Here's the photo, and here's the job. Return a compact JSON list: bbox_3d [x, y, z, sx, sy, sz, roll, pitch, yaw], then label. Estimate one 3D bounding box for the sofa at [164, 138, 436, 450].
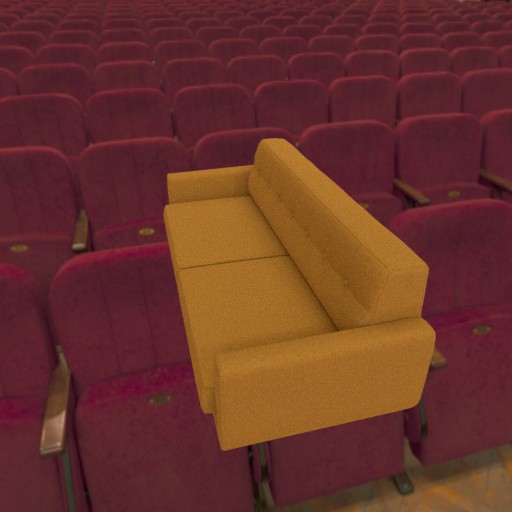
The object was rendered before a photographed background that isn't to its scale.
[{"bbox_3d":[0.000,0.000,2.508,0.909,0.841,2.029,-8,31,-13],"label":"sofa"}]
